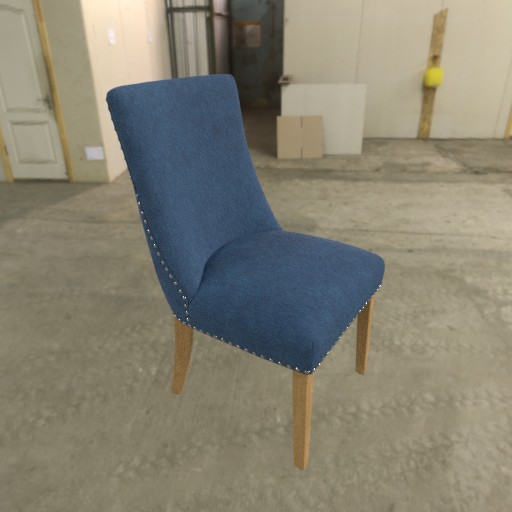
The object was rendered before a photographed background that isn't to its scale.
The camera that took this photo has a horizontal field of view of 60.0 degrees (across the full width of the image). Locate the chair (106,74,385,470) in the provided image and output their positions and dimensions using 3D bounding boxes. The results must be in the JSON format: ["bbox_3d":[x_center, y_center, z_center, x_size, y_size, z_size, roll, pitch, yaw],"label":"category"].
[{"bbox_3d":[0.000,0.000,1.246,0.610,0.902,0.495,16,31,29],"label":"chair"}]
